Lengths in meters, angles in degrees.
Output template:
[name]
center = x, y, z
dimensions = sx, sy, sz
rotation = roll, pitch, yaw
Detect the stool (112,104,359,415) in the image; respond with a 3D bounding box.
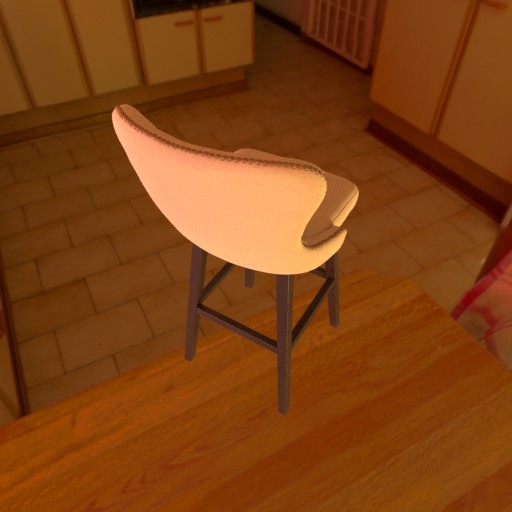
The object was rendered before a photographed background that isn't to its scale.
[stool]
center = 0.000, 0.000, 1.374
dimensions = 0.528, 1.066, 0.605
rotation = 23, 49, 22
